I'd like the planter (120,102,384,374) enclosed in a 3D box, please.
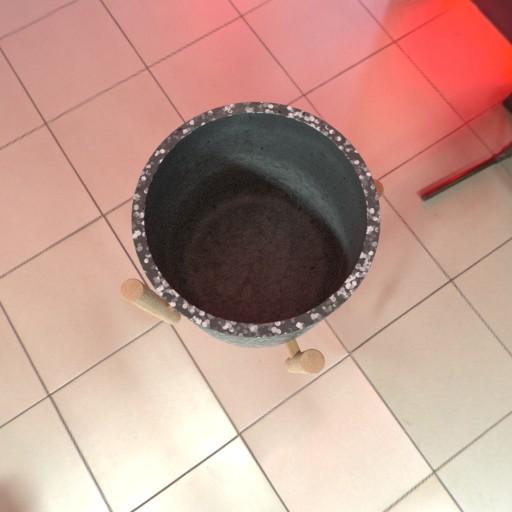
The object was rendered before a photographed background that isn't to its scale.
[{"bbox_3d":[0.000,0.000,0.550,0.284,0.320,0.284,-1,76,0],"label":"planter"}]
